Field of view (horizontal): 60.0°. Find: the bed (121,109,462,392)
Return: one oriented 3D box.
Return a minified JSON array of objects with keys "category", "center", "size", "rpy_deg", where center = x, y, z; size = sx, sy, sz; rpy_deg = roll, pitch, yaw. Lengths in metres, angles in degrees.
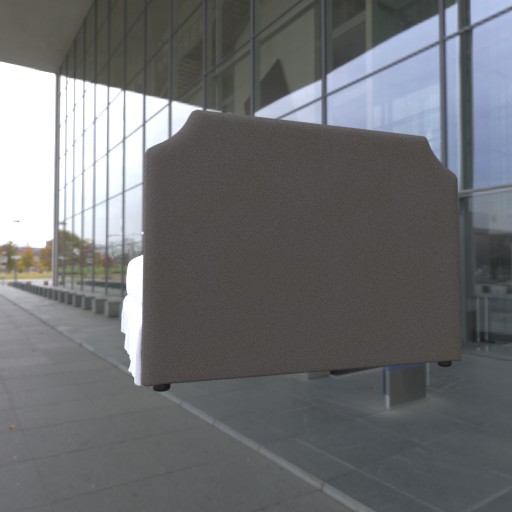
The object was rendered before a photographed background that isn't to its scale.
[{"category":"bed","center":[0.000,0.000,3.870],"size":[2.194,1.561,2.536],"rpy_deg":[1,-2,-19]}]
